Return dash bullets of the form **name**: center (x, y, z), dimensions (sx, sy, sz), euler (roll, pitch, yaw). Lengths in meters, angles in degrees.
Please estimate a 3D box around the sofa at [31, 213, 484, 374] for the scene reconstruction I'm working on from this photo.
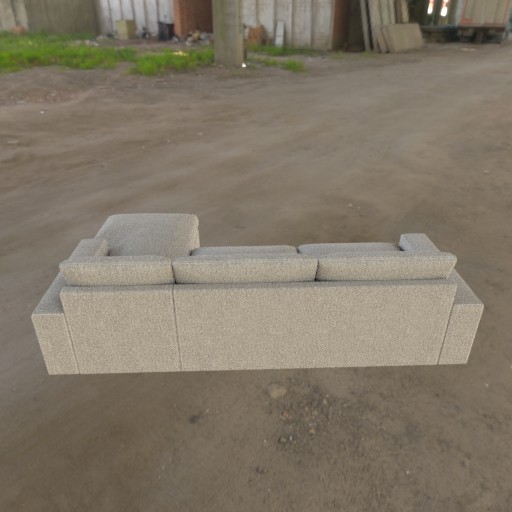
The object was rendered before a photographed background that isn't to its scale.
- **sofa**: center (0.000, 0.000, 3.425), dimensions (2.718, 0.813, 1.689), euler (-1, 29, -2)
